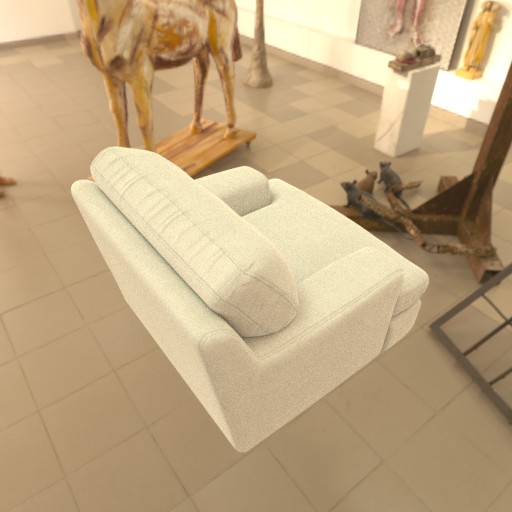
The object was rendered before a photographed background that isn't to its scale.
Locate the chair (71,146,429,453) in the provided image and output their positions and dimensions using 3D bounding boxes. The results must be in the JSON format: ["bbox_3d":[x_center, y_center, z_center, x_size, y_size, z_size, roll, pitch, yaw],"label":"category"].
[{"bbox_3d":[0.000,0.000,1.980,1.158,0.930,1.140,-26,47,-27],"label":"chair"}]
